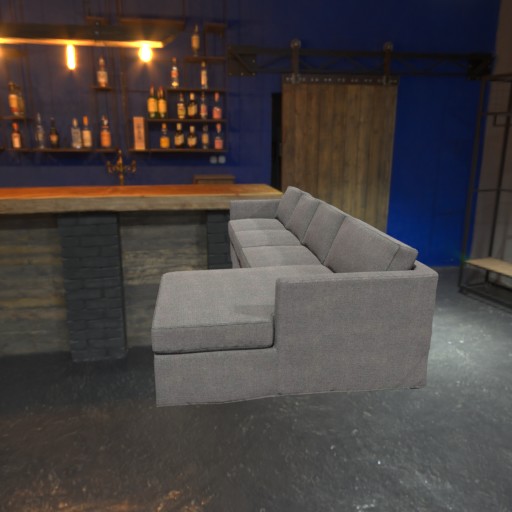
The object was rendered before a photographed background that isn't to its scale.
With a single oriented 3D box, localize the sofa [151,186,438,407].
[{"bbox_3d":[0.000,0.000,3.949,1.650,0.922,3.205,-2,15,-8],"label":"sofa"}]
